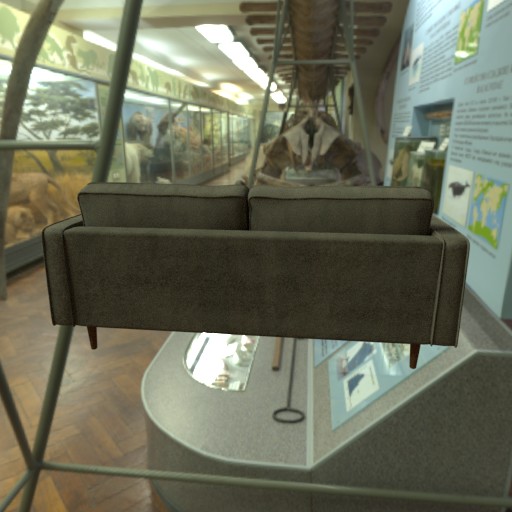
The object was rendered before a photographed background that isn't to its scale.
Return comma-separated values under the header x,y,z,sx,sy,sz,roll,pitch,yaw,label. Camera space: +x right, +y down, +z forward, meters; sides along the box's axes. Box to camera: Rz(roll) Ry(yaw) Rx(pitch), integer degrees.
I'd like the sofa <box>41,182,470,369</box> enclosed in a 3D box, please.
x,y,z,sx,sy,sz,roll,pitch,yaw,label
0.000,0.000,2.403,1.920,0.825,0.924,2,16,7,sofa
